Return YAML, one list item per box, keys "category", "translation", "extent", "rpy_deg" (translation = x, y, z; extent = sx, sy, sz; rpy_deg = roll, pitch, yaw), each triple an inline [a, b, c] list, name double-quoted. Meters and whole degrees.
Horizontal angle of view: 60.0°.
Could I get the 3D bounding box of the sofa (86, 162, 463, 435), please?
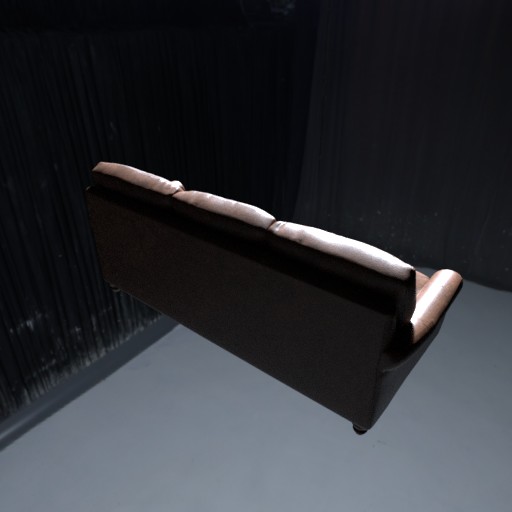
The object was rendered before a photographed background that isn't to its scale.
- category: "sofa"
  translation: [0.000, 0.000, 2.839]
  extent: [2.351, 0.977, 0.973]
  rpy_deg: [22, 37, 33]
